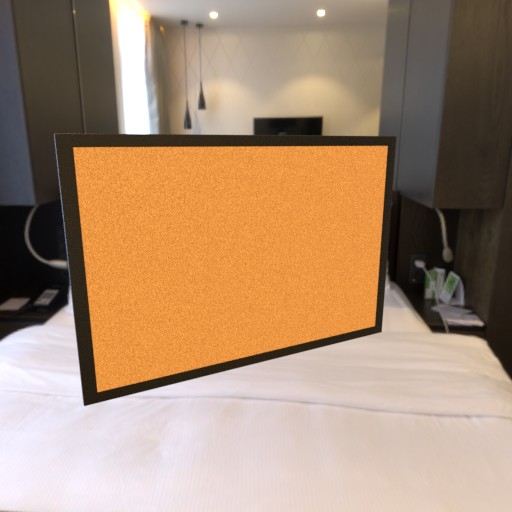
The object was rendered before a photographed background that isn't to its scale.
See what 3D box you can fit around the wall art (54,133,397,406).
[{"bbox_3d":[0.000,0.000,1.049,0.819,0.552,0.015,-7,16,-26],"label":"wall art"}]
